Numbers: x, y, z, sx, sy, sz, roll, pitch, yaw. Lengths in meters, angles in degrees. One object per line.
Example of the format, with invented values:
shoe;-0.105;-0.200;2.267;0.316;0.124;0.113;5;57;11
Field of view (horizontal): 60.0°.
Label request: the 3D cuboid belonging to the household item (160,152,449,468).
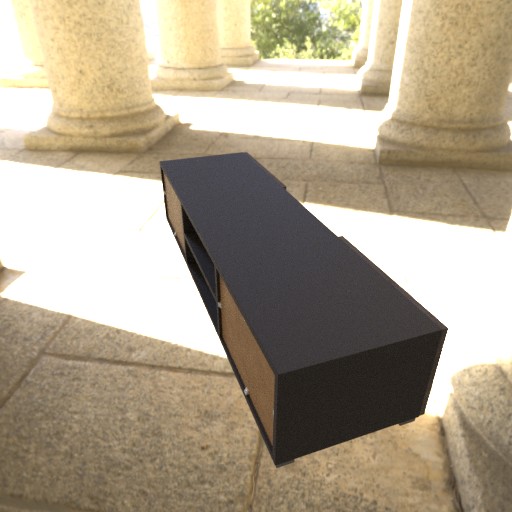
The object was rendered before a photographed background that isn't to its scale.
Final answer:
household item;0.000;0.000;1.586;0.420;0.310;1.400;-11;32;-17
